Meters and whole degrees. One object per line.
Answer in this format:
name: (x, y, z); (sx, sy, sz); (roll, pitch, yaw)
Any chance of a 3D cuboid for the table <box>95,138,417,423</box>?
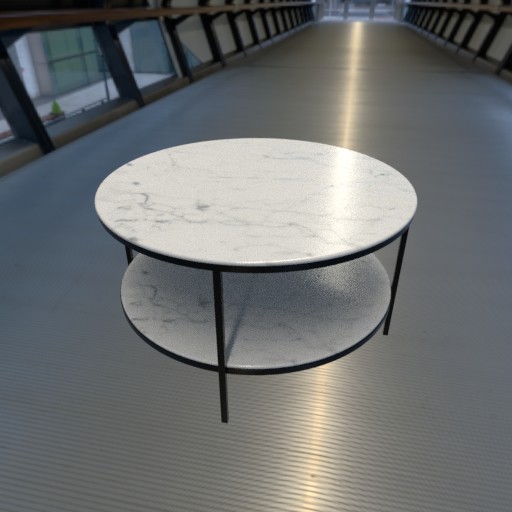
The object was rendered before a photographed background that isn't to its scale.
table: (0.000, 0.000, 1.265); (0.800, 0.450, 0.800); (0, 31, 0)
